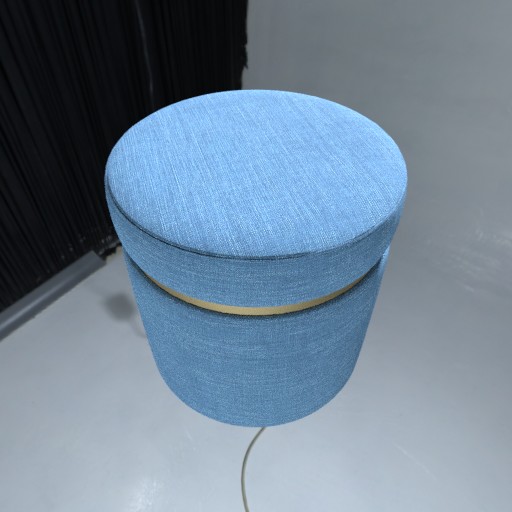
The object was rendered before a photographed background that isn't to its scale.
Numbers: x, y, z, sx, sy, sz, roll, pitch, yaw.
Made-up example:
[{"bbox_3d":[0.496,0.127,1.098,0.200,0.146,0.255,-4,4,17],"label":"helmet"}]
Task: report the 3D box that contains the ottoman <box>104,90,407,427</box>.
[{"bbox_3d":[0.000,0.000,0.718,0.398,0.406,0.398,0,45,0],"label":"ottoman"}]
